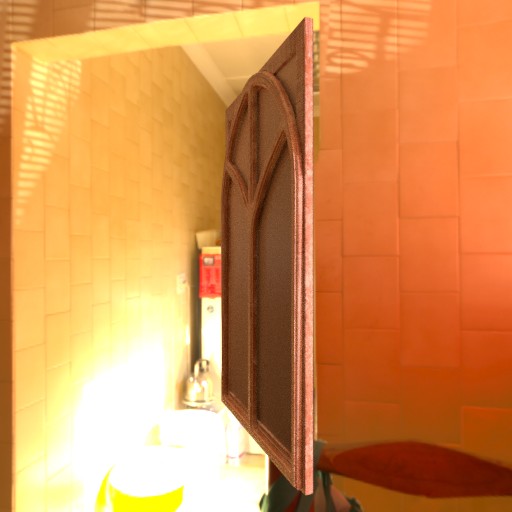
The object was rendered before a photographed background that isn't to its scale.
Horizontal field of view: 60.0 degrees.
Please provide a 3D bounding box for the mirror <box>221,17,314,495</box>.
[{"bbox_3d":[0.000,0.000,0.961,0.058,0.787,0.495,0,0,-19],"label":"mirror"}]
